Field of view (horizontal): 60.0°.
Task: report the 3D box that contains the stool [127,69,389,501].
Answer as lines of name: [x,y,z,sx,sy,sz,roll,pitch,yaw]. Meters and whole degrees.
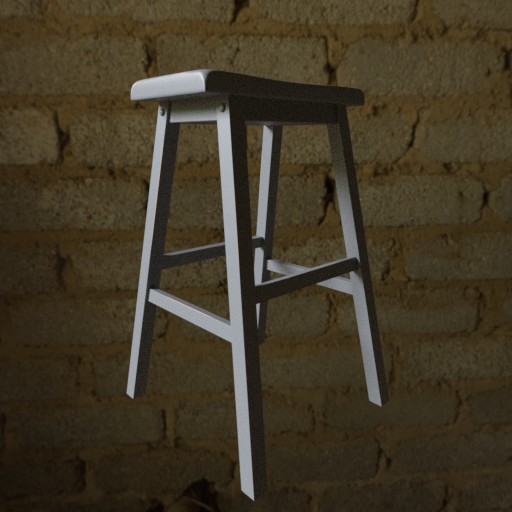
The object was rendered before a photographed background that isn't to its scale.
stool: [0.000,0.000,1.019,0.457,0.737,0.476,-14,20,-41]
